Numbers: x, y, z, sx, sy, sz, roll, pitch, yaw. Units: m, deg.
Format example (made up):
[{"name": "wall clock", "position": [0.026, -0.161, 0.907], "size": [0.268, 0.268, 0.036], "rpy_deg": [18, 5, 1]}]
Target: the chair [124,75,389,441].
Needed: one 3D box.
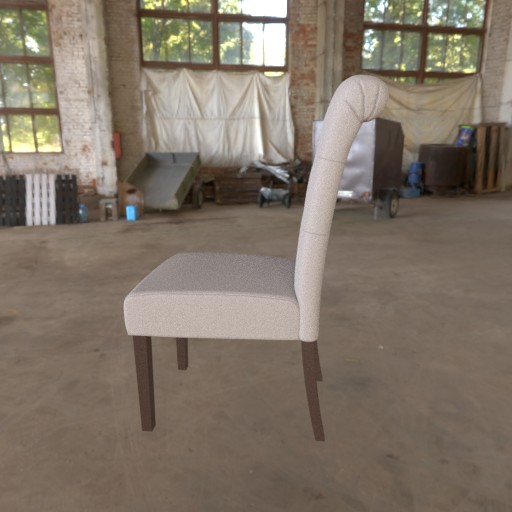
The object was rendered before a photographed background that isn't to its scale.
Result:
[{"name": "chair", "position": [0.000, 0.000, 1.360], "size": [0.671, 1.006, 0.456], "rpy_deg": [2, 15, 7]}]
